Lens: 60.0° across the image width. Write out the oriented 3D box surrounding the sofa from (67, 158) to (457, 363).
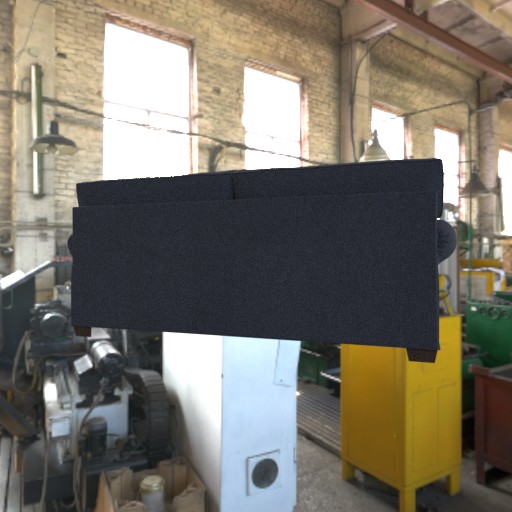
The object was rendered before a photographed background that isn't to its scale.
[{"bbox_3d":[0.000,0.000,2.904,2.391,1.026,0.954,0,0,20],"label":"sofa"}]
